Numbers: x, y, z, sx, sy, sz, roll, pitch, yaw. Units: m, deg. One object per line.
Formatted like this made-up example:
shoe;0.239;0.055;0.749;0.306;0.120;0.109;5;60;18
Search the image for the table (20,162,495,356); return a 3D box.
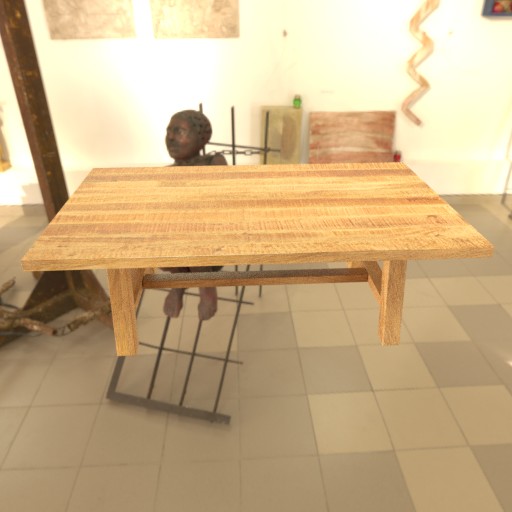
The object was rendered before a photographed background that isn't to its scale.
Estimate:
table;0.000;0.000;1.671;1.320;0.455;0.760;-2;30;-3
